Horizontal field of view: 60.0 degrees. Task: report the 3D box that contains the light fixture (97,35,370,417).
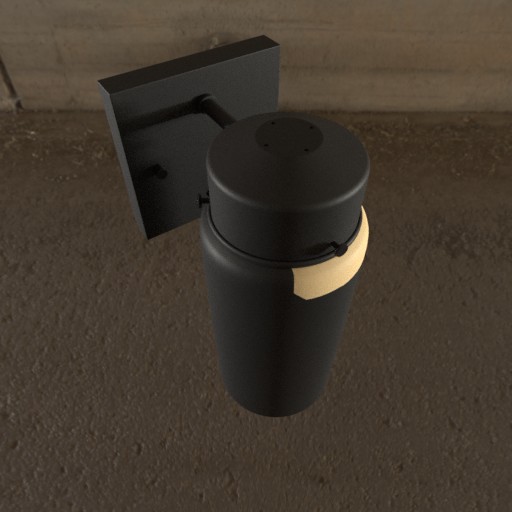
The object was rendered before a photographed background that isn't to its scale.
[{"bbox_3d":[0.000,0.000,0.355,0.130,0.257,0.176,-26,53,-21],"label":"light fixture"}]
